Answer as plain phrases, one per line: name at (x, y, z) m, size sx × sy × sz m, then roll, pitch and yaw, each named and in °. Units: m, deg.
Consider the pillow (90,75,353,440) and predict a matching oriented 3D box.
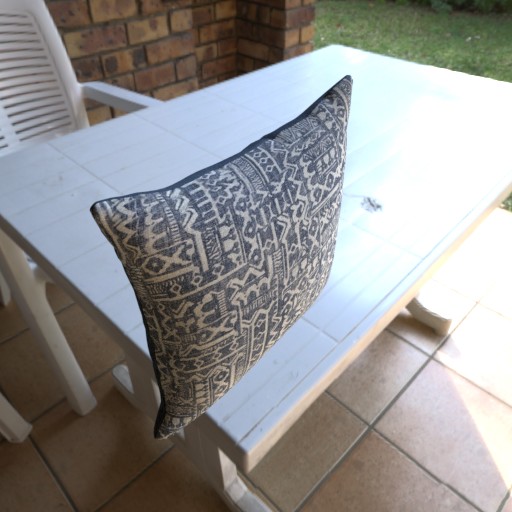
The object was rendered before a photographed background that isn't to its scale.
pillow at (0.000, 0.000, 0.772) m, size 0.180 × 0.487 × 0.546 m, roll 27°, pitch 47°, yaw 29°
